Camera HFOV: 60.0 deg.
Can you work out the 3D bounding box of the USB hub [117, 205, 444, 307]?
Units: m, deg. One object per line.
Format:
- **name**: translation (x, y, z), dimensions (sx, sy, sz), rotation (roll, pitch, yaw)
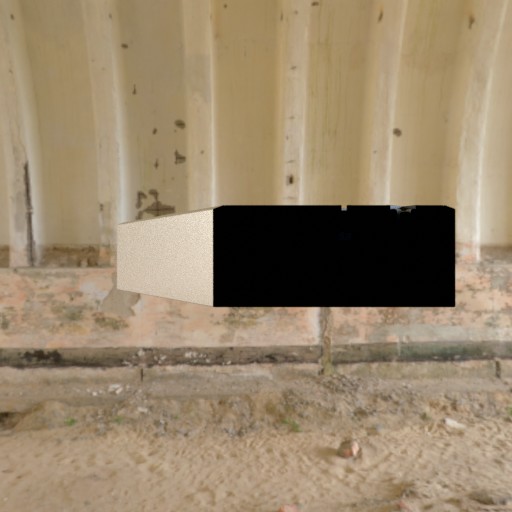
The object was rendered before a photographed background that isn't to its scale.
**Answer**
- **USB hub**: translation (0.000, 0.000, 0.124), dimensions (0.044, 0.023, 0.110), rotation (0, 0, -36)
